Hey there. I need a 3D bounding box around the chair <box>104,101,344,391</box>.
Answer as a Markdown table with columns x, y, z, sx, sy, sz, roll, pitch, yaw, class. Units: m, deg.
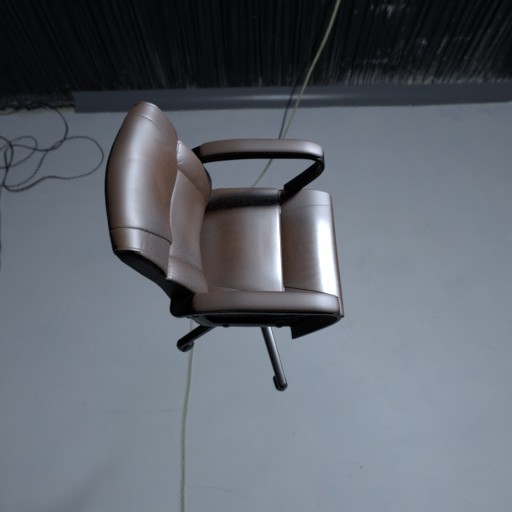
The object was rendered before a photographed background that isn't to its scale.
| x | y | z | sx | sy | sz | roll | pitch | yaw | class |
| --- | --- | --- | --- | --- | --- | --- | --- | --- | --- |
| 0.000 | 0.000 | 1.488 | 0.717 | 1.004 | 0.739 | 0 | 64 | 0 | chair |
